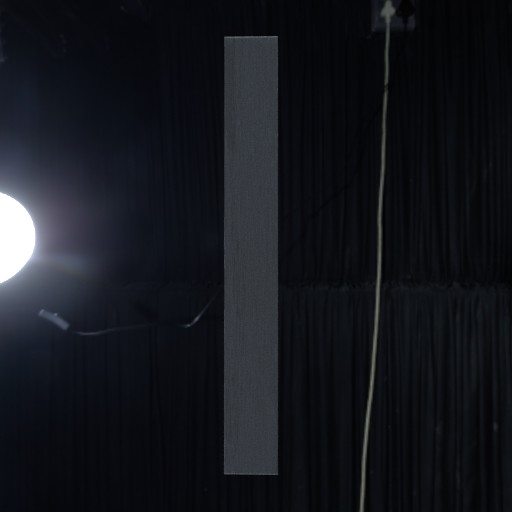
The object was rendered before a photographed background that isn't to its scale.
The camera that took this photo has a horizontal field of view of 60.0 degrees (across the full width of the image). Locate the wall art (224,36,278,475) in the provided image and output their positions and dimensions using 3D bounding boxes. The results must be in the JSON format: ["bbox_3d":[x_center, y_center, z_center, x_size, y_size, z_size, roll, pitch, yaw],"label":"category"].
[{"bbox_3d":[0.000,0.000,0.461,0.037,0.305,0.305,0,0,1],"label":"wall art"}]
